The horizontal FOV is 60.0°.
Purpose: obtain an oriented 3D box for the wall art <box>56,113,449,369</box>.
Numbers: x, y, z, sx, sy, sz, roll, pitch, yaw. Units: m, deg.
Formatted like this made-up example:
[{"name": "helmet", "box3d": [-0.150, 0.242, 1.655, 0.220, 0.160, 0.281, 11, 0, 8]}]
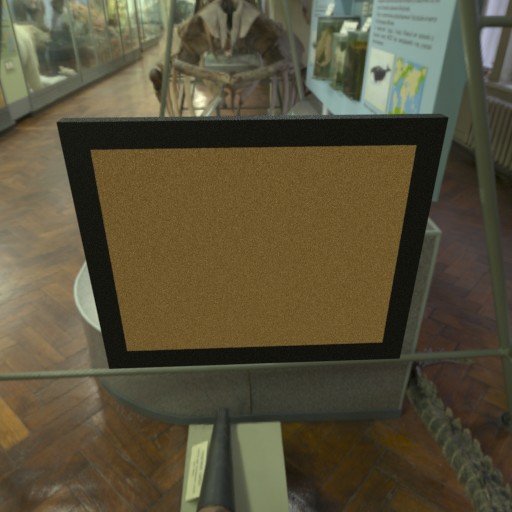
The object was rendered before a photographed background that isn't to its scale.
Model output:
[{"name": "wall art", "box3d": [0.000, 0.000, 0.755, 0.561, 0.460, 0.028, -1, 29, -3]}]
